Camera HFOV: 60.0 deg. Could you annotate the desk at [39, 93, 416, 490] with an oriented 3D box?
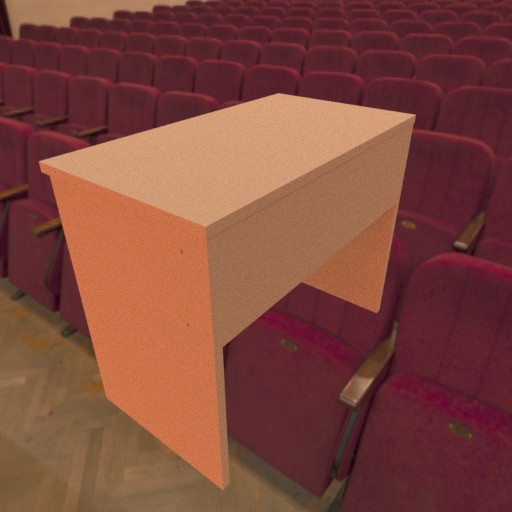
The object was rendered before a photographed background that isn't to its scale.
[{"bbox_3d":[0.000,0.000,1.326,0.498,0.729,0.900,22,38,32],"label":"desk"}]
